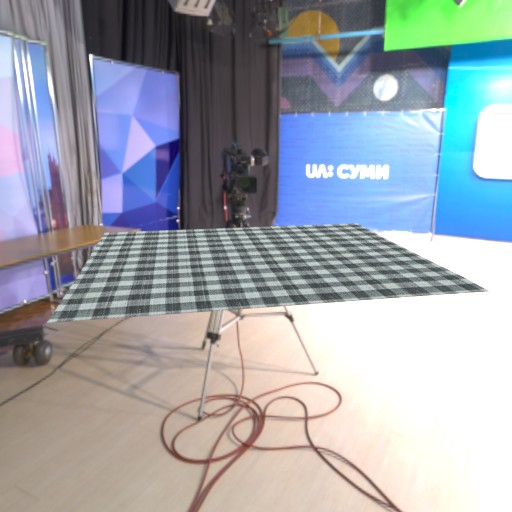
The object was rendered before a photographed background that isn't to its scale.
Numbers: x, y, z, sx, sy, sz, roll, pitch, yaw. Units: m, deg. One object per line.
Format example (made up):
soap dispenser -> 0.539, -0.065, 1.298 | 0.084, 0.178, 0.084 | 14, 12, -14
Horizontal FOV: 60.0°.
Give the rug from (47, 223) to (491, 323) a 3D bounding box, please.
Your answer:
rug -> 0.000, 0.000, 4.095 | 3.021, 0.013, 2.432 | -3, 16, -10
